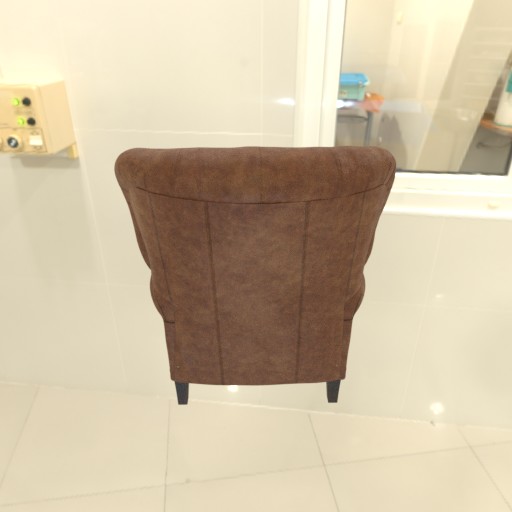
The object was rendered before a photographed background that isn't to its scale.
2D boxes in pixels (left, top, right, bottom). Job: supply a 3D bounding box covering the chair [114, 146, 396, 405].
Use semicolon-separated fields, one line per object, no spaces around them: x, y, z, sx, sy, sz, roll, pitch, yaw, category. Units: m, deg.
0.000;0.000;1.945;0.951;1.164;1.059;0;29;-1;chair
